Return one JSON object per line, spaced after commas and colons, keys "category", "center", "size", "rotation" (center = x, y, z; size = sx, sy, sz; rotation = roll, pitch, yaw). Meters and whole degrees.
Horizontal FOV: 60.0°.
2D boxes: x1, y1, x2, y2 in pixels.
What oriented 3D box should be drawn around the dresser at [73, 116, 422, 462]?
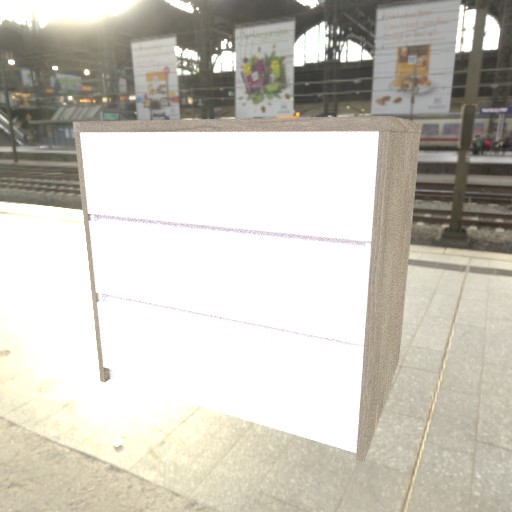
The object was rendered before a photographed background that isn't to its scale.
{"category": "dresser", "center": [0.000, 0.000, 1.319], "size": [0.809, 0.762, 0.529], "rotation": [7, 17, 25]}
